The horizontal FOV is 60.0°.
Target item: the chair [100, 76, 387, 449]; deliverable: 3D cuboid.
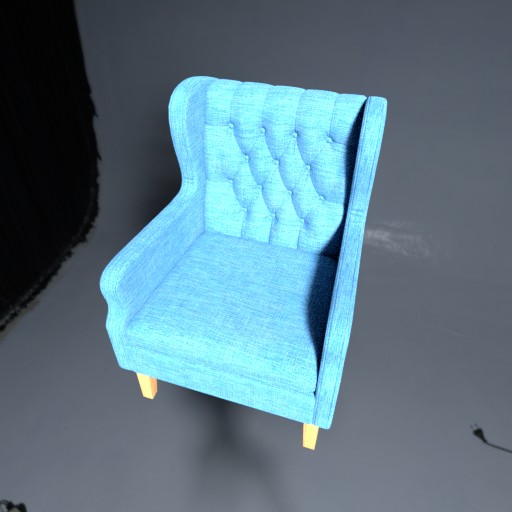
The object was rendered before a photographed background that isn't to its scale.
[{"bbox_3d":[0.000,0.000,1.491,0.711,0.952,0.775,12,42,14],"label":"chair"}]
